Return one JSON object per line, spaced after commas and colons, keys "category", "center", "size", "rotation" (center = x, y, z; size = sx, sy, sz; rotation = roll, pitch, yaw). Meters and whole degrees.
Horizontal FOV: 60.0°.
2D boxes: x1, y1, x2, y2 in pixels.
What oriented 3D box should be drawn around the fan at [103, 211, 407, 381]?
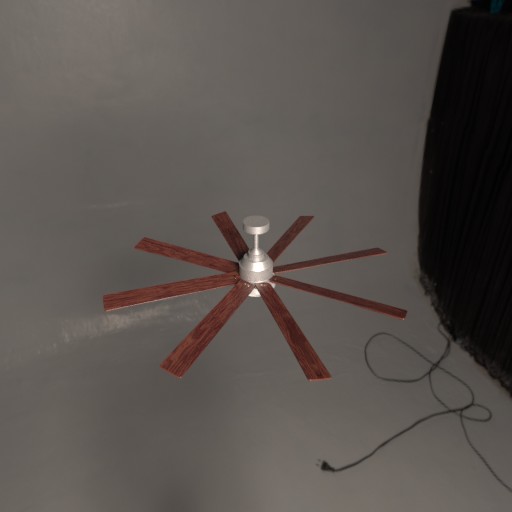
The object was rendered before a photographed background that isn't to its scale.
{"category": "fan", "center": [0.000, 0.000, 2.698], "size": [1.830, 0.472, 1.830], "rotation": [-10, 33, -16]}
